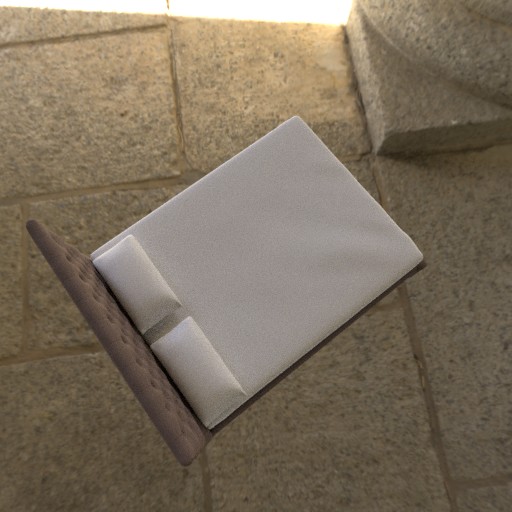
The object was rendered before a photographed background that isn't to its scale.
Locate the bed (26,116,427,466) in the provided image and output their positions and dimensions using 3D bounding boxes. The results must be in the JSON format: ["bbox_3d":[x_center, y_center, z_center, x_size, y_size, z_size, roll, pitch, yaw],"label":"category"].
[{"bbox_3d":[0.000,0.000,3.307,2.233,1.426,1.696,-36,77,-9],"label":"bed"}]
